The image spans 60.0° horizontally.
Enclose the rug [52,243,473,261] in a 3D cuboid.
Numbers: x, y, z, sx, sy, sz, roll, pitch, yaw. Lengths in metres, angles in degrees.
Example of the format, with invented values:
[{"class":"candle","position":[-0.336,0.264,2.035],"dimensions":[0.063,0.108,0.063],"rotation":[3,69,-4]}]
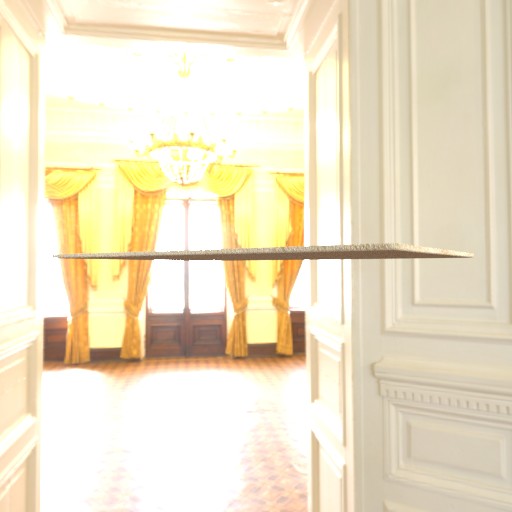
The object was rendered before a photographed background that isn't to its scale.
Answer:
[{"class":"rug","position":[0.000,0.000,2.897],"dimensions":[2.349,0.026,1.500],"rotation":[-1,-2,36]}]
